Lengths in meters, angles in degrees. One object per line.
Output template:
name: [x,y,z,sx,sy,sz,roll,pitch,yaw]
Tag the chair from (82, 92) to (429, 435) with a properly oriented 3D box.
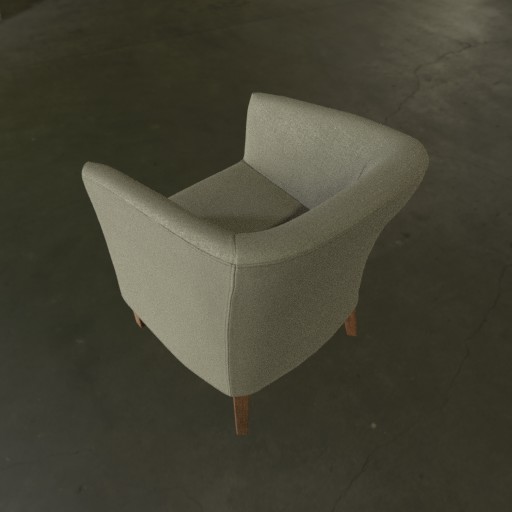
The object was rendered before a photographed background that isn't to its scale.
chair: [0.000,0.000,1.236,0.600,0.771,0.668,-33,54,-28]
